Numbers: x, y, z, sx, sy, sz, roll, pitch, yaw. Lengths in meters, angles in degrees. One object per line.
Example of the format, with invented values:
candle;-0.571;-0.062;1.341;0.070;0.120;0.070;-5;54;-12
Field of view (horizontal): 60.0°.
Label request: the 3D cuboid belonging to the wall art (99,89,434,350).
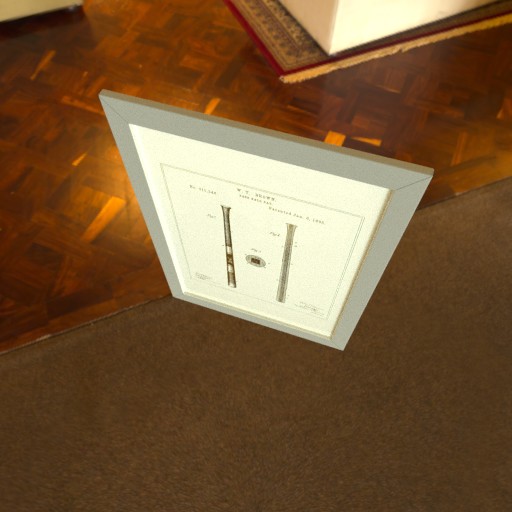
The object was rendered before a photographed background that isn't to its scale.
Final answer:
wall art;0.000;0.000;0.700;0.374;0.529;0.012;16;61;9
